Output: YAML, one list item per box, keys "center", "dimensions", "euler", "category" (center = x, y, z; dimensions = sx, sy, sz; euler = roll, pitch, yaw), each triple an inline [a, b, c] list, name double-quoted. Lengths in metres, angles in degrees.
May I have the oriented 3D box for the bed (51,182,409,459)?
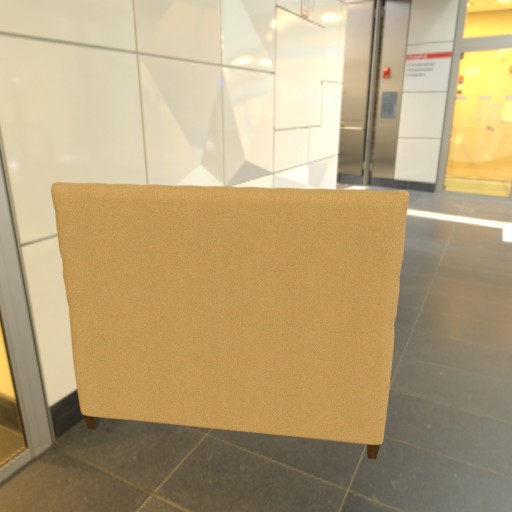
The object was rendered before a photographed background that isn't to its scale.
- center: [0.000, 0.000, 3.331]
  dimensions: [1.698, 1.427, 2.387]
  euler: [3, 19, 8]
  category: "bed"
